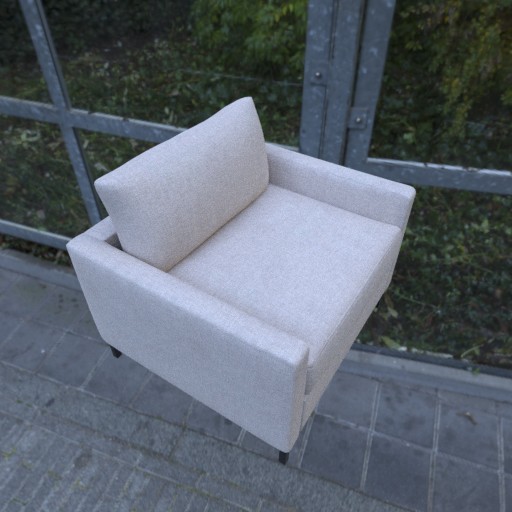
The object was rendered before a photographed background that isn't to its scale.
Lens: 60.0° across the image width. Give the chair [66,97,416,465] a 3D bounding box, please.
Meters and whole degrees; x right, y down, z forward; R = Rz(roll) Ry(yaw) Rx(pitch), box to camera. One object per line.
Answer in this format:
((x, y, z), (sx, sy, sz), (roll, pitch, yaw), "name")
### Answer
((0.000, 0.000, 1.655), (0.866, 0.861, 0.963), (23, 47, 24), "chair")
